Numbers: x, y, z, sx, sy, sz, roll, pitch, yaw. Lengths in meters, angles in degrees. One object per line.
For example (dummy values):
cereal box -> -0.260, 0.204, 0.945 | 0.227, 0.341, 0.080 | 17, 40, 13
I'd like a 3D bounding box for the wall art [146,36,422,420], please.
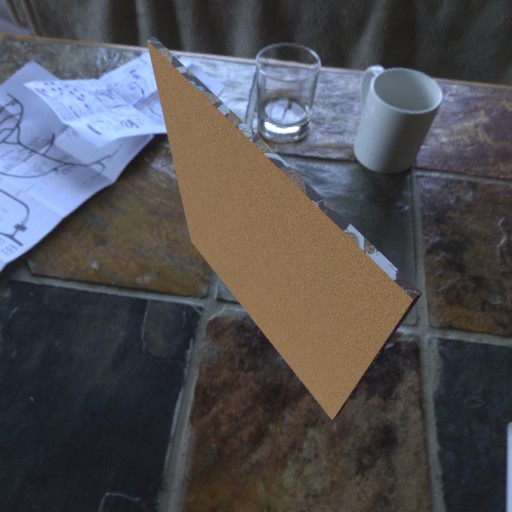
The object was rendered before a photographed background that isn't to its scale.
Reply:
wall art -> 0.000, 0.000, 0.585 | 0.010, 0.406, 0.404 | -32, 63, -18
